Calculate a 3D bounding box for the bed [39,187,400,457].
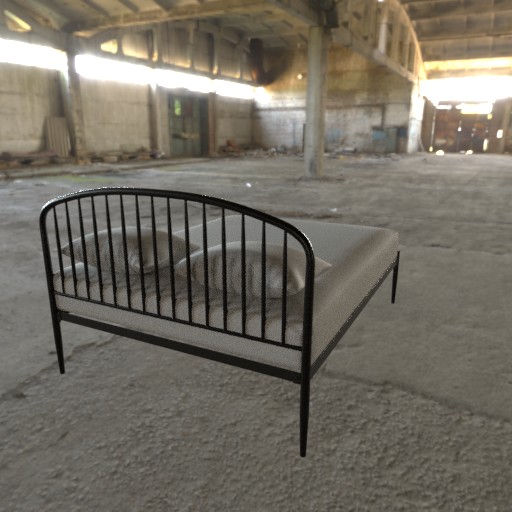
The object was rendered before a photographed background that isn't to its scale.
[{"bbox_3d":[0.000,0.000,3.117,1.618,1.166,2.159,8,17,26],"label":"bed"}]
